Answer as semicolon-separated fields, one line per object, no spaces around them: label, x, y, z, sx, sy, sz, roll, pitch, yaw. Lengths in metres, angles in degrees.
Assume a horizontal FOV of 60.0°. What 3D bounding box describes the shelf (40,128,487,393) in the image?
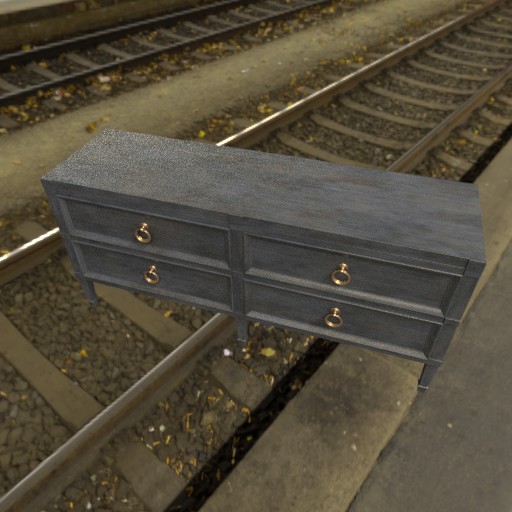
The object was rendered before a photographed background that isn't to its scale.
shelf;0.000;0.000;1.885;1.575;0.719;0.479;12;42;14
